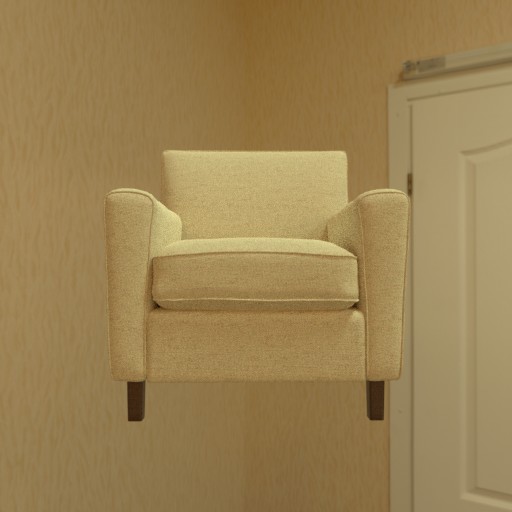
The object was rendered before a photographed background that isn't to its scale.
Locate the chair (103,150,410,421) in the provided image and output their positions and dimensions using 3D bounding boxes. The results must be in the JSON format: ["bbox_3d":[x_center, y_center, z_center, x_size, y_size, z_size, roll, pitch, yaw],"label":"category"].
[{"bbox_3d":[0.000,0.000,1.614,0.870,0.943,0.823,0,0,-1],"label":"chair"}]
